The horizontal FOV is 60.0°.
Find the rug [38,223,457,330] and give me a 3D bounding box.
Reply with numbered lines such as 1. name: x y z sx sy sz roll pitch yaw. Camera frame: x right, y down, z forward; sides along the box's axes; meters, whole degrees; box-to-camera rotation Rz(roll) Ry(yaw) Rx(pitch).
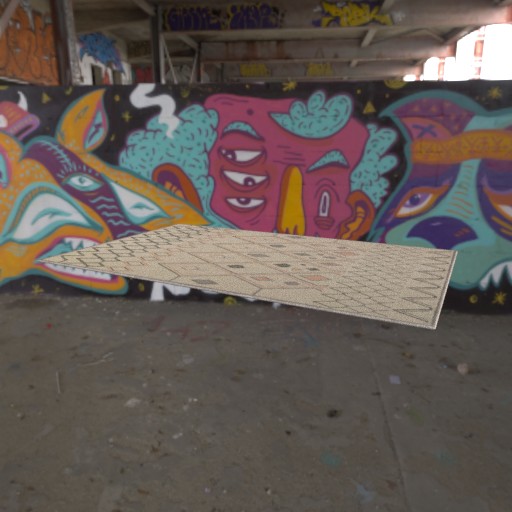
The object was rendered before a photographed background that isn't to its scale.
1. rug: 0.000 0.000 3.028 2.438 0.015 1.524 7 16 26
